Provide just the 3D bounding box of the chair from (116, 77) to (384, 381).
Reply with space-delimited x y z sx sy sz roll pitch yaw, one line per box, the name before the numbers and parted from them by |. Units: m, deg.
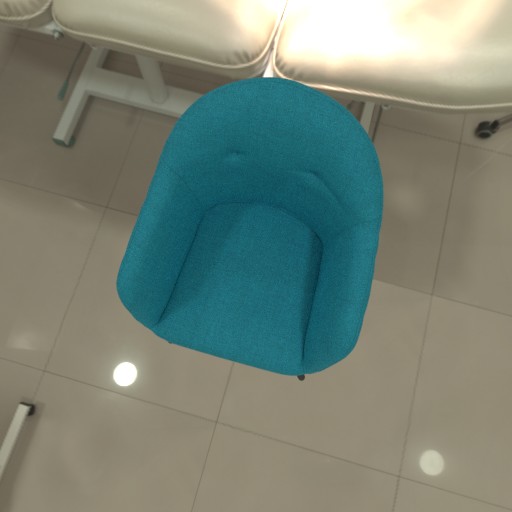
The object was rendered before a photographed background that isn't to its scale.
chair | 0.000 0.000 1.197 0.545 0.775 0.565 15 76 4
